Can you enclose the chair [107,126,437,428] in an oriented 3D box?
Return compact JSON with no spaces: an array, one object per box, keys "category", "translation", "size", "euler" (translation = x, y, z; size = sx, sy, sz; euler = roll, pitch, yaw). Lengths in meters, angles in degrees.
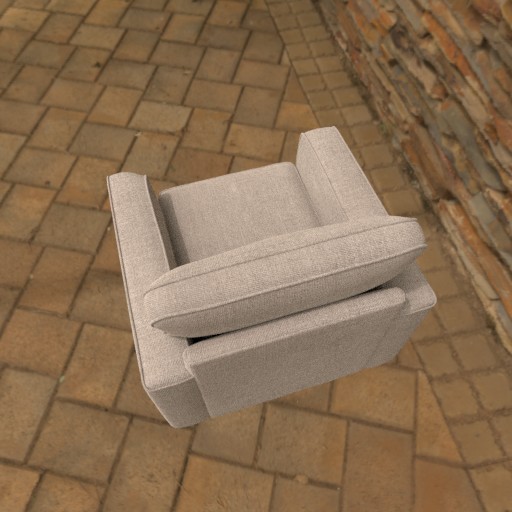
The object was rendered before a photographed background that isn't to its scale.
[{"category":"chair","translation":[0.000,0.000,1.771],"size":[1.015,0.965,0.939],"euler":[-15,59,-9]}]
